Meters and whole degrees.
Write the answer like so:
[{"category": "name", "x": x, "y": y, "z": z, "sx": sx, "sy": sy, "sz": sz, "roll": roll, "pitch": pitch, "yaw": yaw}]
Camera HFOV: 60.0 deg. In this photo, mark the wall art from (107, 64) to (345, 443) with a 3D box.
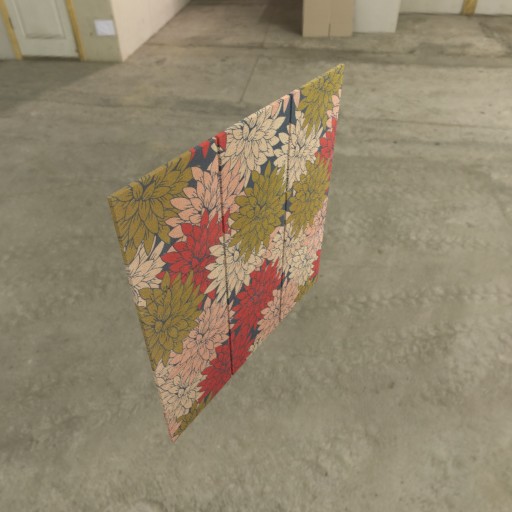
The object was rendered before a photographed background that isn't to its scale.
[{"category": "wall art", "x": 0.000, "y": 0.000, "z": 1.374, "sx": 0.013, "sy": 0.913, "sz": 0.904, "roll": 25, "pitch": 47, "yaw": 26}]
